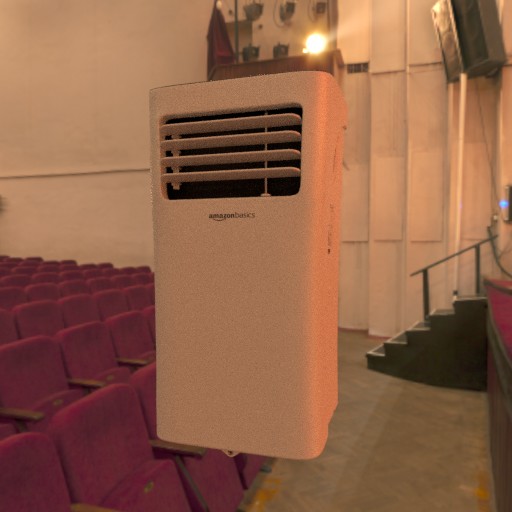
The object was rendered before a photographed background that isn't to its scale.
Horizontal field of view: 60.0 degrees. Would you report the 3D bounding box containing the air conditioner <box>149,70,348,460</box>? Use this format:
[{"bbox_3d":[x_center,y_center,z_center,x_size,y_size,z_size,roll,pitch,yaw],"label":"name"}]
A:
[{"bbox_3d":[0.000,0.000,0.937,0.352,0.716,0.369,0,1,17],"label":"air conditioner"}]
